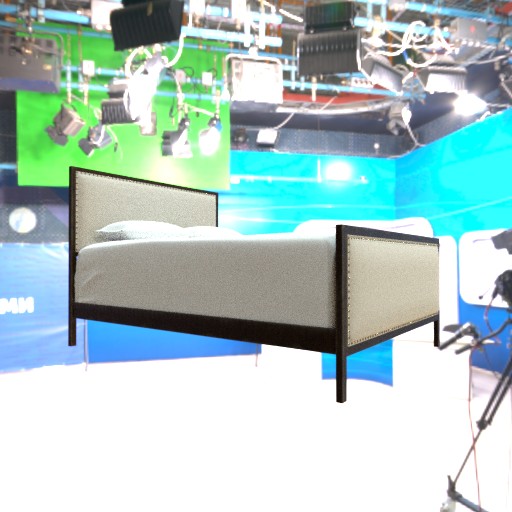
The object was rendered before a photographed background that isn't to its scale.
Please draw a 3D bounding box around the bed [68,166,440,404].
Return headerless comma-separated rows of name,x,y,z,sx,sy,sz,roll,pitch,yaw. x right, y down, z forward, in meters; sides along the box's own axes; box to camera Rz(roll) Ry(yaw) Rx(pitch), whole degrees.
bed,0.000,0.000,3.219,2.221,1.313,1.607,0,-1,37
